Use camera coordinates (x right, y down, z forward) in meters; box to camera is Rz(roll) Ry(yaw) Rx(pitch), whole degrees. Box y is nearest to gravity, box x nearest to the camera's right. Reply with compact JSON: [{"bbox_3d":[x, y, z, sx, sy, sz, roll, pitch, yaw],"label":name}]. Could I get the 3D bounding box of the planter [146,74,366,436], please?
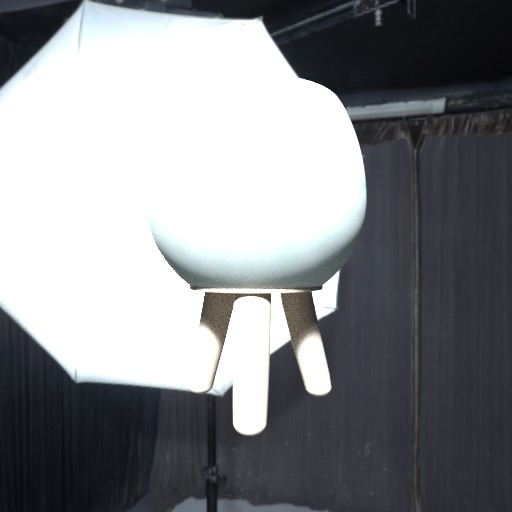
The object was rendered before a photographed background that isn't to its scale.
[{"bbox_3d":[0.000,0.000,0.333,0.161,0.224,0.161,0,-1,0],"label":"planter"}]
